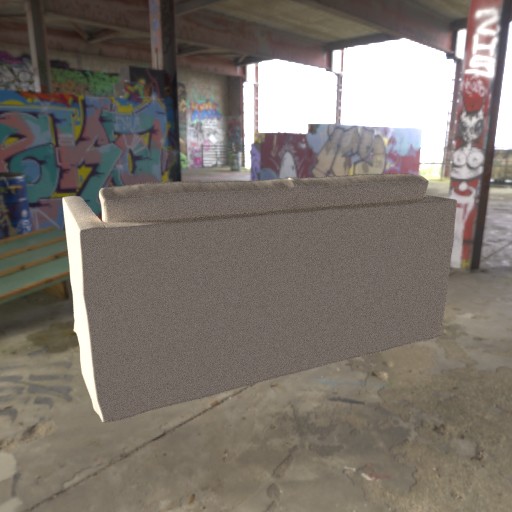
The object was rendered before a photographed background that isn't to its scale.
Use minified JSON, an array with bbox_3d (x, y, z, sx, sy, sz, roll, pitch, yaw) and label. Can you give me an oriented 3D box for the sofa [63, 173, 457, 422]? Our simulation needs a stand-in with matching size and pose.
[{"bbox_3d":[0.000,0.000,2.248,1.746,0.834,0.962,-7,16,-25],"label":"sofa"}]
